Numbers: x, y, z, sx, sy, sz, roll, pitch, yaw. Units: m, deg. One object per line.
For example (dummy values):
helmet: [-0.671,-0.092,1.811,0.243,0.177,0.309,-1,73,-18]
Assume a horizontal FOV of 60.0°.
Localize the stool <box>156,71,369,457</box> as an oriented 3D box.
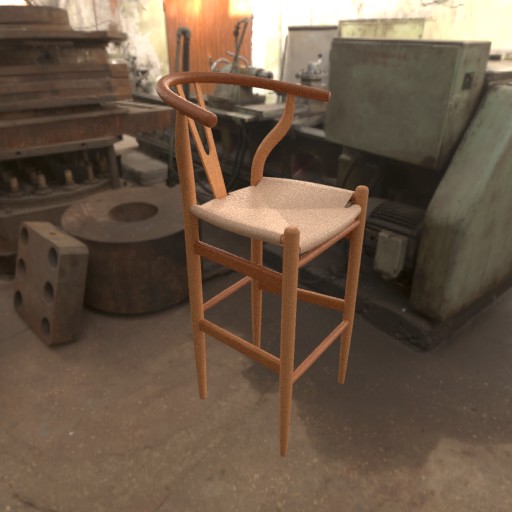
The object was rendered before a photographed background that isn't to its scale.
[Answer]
stool: [0.000,0.000,1.415,0.561,1.068,0.574,18,31,32]
